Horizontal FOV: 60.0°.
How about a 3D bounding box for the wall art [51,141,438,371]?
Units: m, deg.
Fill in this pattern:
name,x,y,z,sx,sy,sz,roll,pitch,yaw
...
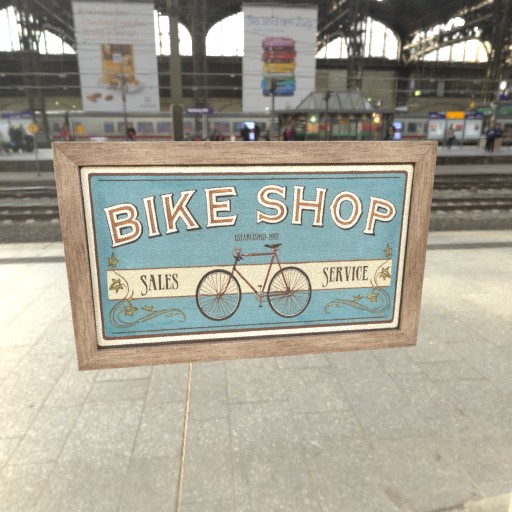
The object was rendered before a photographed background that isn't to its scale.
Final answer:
name,x,y,z,sx,sy,sz,roll,pitch,yaw
wall art,0.000,0.000,0.960,0.780,0.480,0.021,-2,16,-8
